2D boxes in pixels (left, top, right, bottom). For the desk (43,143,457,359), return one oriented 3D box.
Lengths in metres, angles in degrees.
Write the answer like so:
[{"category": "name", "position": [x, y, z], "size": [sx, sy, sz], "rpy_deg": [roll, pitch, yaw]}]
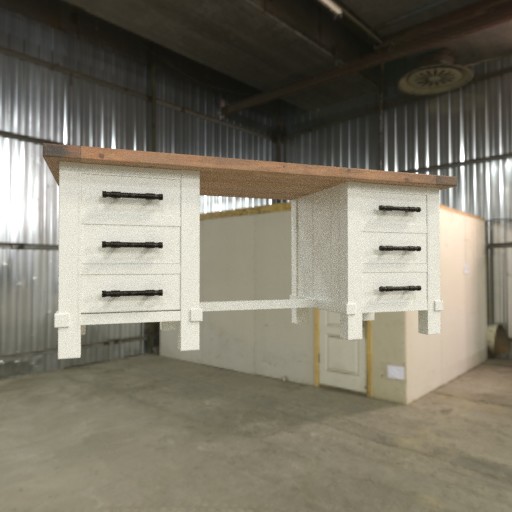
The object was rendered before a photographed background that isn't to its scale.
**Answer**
[{"category": "desk", "position": [0.000, 0.000, 2.148], "size": [1.803, 0.760, 0.688], "rpy_deg": [0, -1, -19]}]
